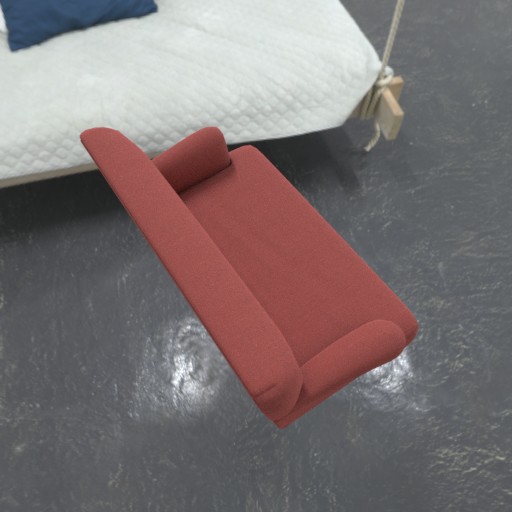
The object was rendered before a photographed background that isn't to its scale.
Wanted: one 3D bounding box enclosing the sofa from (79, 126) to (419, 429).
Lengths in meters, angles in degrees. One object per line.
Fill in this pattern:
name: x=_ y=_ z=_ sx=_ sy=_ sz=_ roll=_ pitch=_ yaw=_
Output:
sofa: x=0.000 y=0.000 z=1.821 sx=0.779 sy=0.889 sz=1.297 roll=-30 pitch=63 yaw=-17
